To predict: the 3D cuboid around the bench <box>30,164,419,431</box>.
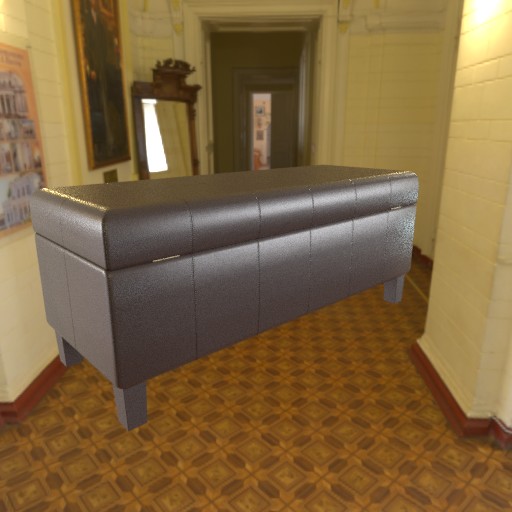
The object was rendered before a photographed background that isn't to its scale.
[{"bbox_3d":[0.000,0.000,1.316,1.092,0.457,0.429,-14,21,-40],"label":"bench"}]
